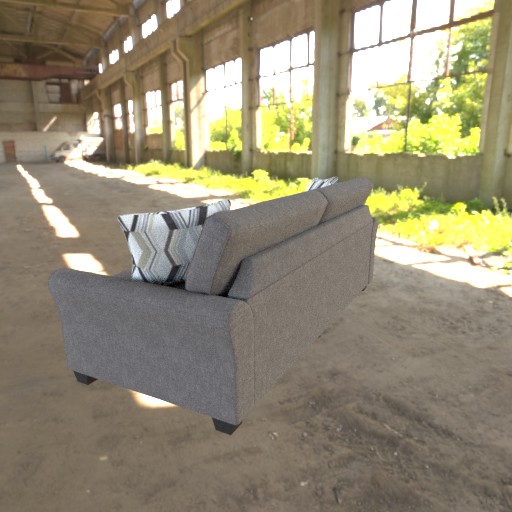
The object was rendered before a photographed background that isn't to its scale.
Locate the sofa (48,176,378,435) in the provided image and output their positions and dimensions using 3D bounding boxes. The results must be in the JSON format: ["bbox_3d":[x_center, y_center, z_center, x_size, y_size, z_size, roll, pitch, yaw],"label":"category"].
[{"bbox_3d":[0.000,0.000,2.493,0.889,0.813,2.032,8,16,27],"label":"sofa"}]
